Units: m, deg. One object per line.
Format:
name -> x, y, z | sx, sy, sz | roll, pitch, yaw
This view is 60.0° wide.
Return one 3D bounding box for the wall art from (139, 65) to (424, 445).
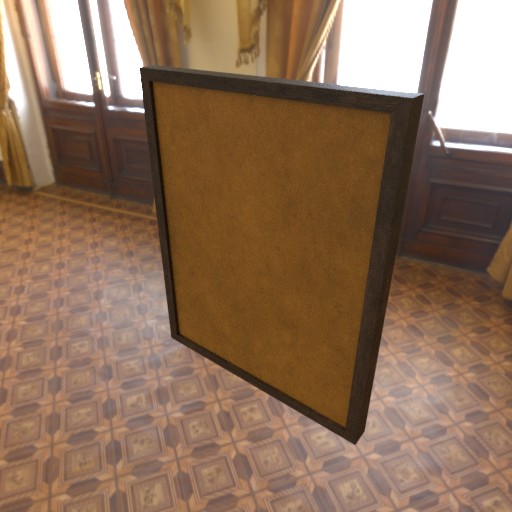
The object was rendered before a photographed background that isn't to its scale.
wall art -> 0.000, 0.000, 0.540 | 0.329, 0.406, 0.027 | 21, 35, 32
